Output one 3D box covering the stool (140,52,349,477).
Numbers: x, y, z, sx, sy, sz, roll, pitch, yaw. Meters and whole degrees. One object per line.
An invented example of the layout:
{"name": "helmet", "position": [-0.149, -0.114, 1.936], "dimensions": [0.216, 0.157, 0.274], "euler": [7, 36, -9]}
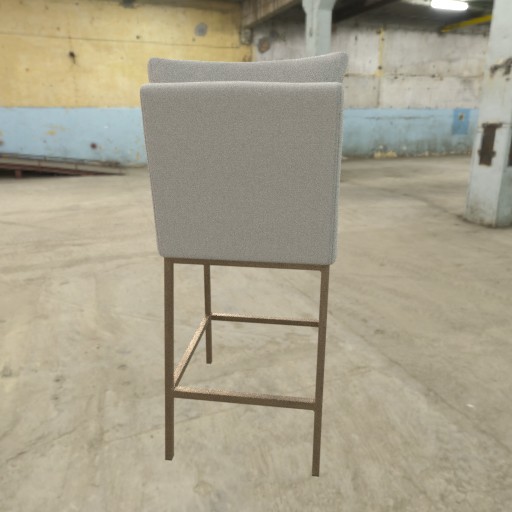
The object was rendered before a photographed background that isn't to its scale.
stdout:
{"name": "stool", "position": [0.000, 0.000, 1.292], "dimensions": [0.463, 1.032, 0.572], "euler": [2, 16, 7]}
